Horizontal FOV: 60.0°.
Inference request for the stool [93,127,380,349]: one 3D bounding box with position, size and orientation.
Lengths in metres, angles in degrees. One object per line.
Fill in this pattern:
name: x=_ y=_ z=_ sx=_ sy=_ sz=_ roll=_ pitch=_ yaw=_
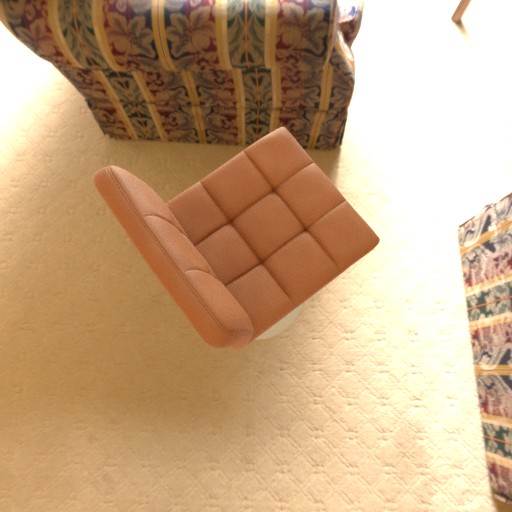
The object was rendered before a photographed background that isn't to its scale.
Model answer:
stool: x=0.000 y=0.000 z=1.363 sx=0.505 sy=1.115 sz=0.430 roll=-36 pitch=78 yaw=-9
